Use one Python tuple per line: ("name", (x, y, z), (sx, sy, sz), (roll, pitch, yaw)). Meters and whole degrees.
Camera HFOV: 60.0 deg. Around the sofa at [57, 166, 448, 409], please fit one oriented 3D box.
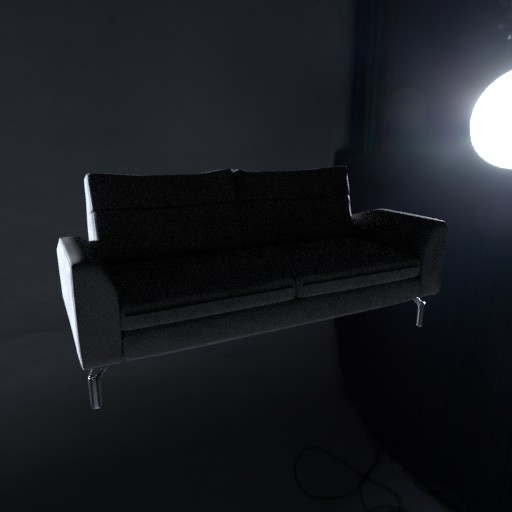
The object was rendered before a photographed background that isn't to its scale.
("sofa", (0.000, 0.000, 2.289), (1.837, 0.859, 0.849), (-7, 17, -26))
